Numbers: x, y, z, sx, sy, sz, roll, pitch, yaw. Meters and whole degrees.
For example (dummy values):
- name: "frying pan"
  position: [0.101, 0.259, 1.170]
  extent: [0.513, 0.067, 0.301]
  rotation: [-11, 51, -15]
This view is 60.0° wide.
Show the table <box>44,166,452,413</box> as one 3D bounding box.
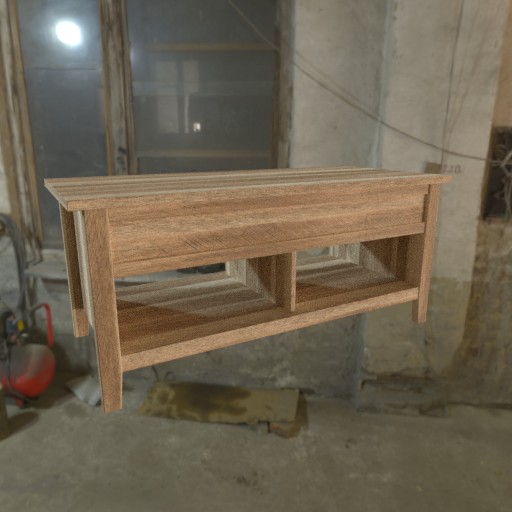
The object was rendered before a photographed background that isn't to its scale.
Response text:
- name: "table"
  position: [0.000, 0.000, 1.364]
  extent: [1.095, 0.480, 0.493]
  rotation: [-8, 17, -28]
